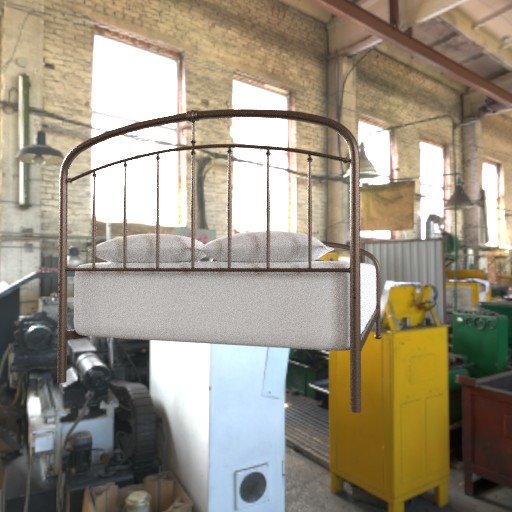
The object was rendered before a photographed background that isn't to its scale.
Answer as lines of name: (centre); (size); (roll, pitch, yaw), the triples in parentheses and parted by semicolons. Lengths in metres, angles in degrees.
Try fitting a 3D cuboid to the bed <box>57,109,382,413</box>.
bed: (0.000, 0.000, 3.295); (1.711, 1.475, 2.168); (0, -1, 18)
